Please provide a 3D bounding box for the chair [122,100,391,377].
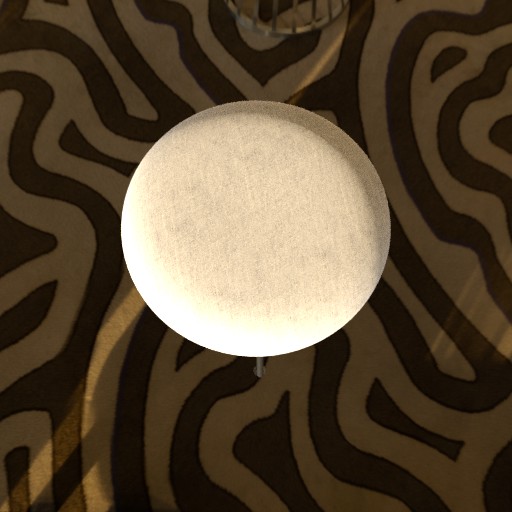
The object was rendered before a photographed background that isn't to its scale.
[{"bbox_3d":[0.000,0.000,0.665,0.350,0.386,0.350,-2,75,-1],"label":"chair"}]
